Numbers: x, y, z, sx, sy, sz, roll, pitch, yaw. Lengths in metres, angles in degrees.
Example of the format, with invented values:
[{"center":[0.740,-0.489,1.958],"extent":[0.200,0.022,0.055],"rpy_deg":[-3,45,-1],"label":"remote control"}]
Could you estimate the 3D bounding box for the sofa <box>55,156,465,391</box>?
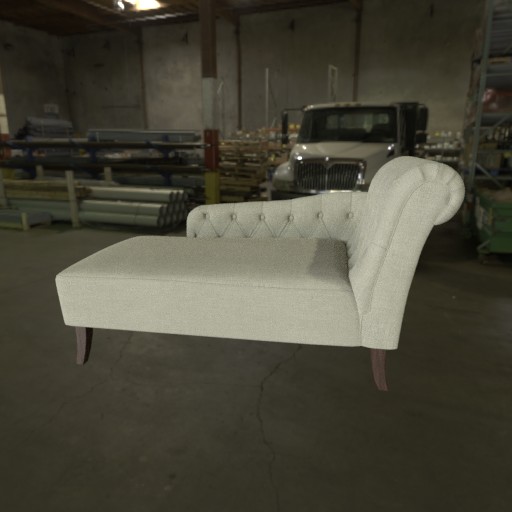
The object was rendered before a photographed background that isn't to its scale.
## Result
[{"center":[0.000,0.000,1.802],"extent":[1.379,0.787,0.675],"rpy_deg":[3,15,10],"label":"sofa"}]
